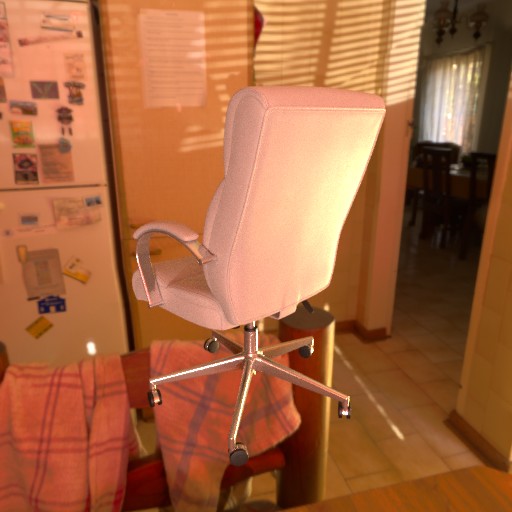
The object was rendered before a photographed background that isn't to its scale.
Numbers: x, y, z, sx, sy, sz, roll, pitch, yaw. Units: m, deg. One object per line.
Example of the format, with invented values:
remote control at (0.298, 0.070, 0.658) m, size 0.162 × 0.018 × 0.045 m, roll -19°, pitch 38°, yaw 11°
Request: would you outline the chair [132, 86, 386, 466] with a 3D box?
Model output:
chair at (0.000, 0.000, 1.575) m, size 0.745 × 1.099 × 0.727 m, roll 17°, pitch 24°, yaw 42°
